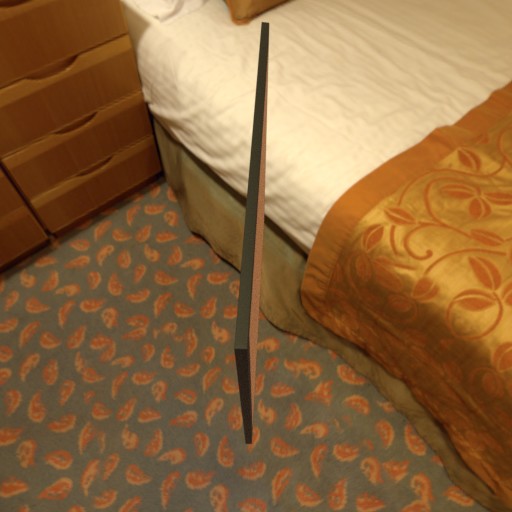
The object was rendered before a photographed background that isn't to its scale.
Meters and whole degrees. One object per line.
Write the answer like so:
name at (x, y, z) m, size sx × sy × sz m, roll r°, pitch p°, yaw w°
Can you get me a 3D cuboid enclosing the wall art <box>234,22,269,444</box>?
wall art at (0.000, 0.000, 0.965) m, size 0.016 × 0.659 × 0.663 m, roll 3°, pitch 58°, yaw 2°
